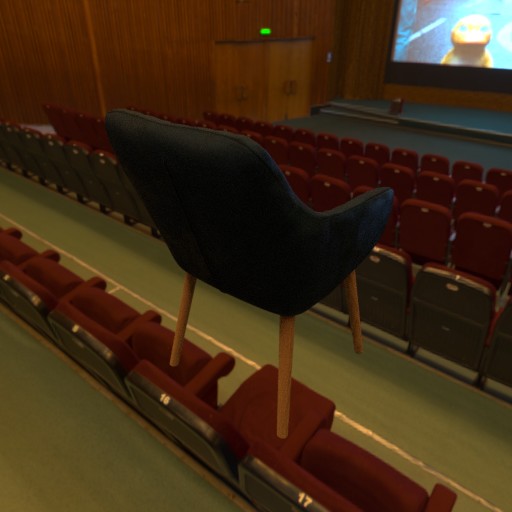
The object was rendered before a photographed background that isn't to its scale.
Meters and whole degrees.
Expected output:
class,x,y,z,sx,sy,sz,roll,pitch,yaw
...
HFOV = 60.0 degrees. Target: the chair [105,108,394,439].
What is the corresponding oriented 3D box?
class,x,y,z,sx,sy,sz,roll,pitch,yaw
chair,0.000,0.000,1.212,0.578,0.826,0.573,22,37,33
